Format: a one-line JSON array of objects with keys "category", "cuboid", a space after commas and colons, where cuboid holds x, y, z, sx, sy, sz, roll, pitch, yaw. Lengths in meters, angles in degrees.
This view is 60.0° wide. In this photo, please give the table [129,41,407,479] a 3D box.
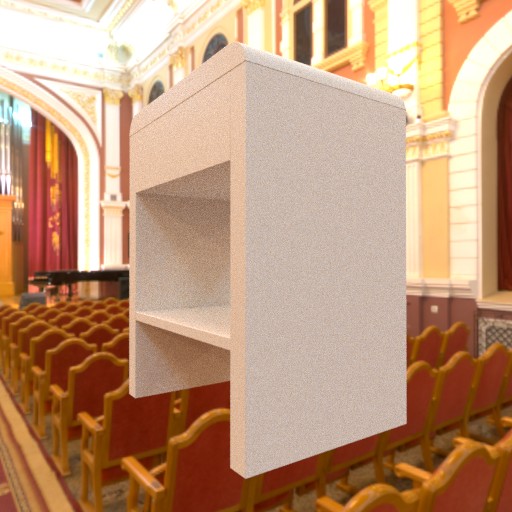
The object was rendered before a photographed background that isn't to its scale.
[{"category": "table", "cuboid": [0.000, 0.000, 0.868, 0.350, 0.590, 0.450, 0, 0, -35]}]
